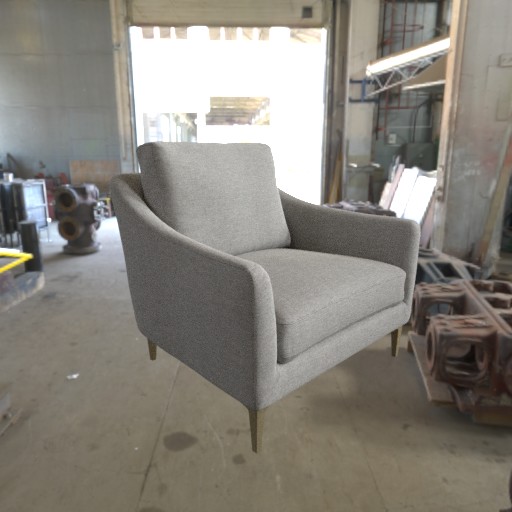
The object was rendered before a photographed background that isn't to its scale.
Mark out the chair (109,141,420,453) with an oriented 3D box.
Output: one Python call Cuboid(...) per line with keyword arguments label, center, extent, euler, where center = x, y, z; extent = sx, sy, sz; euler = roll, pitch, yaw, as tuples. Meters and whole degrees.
Cuboid(label="chair", center=(0.000, 0.000, 1.799), extent=(0.961, 0.902, 0.986), euler=(13, 19, 42))
